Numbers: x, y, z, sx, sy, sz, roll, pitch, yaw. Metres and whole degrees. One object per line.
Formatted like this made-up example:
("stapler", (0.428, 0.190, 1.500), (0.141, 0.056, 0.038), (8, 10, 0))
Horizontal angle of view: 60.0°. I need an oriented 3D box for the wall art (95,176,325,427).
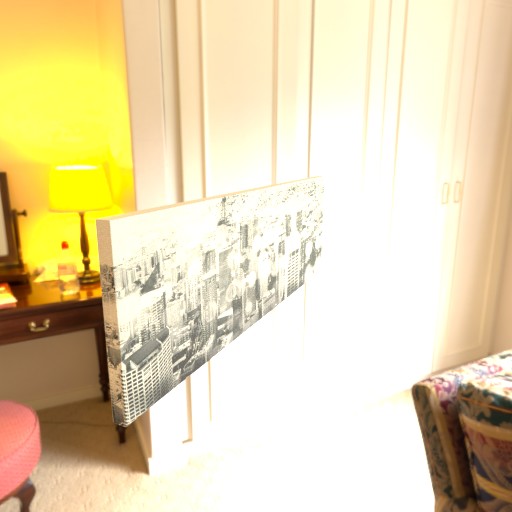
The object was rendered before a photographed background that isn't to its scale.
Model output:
("wall art", (0.000, 0.000, 1.683), (0.044, 0.507, 1.520), (7, 16, 25))
